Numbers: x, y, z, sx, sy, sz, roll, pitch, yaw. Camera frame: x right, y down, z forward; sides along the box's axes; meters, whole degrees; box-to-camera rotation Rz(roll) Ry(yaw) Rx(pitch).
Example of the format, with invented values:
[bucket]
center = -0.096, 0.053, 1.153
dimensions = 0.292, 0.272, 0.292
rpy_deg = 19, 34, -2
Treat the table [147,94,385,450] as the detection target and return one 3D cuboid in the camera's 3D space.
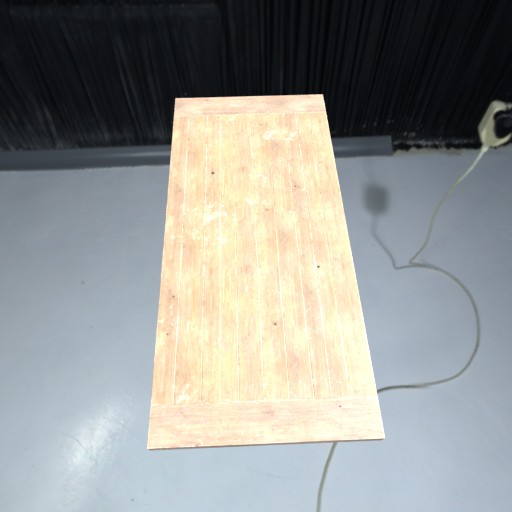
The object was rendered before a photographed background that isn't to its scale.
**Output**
[table]
center = 0.000, 0.000, 2.193
dimensions = 0.820, 0.465, 1.800
rpy_deg = -2, 58, -1
